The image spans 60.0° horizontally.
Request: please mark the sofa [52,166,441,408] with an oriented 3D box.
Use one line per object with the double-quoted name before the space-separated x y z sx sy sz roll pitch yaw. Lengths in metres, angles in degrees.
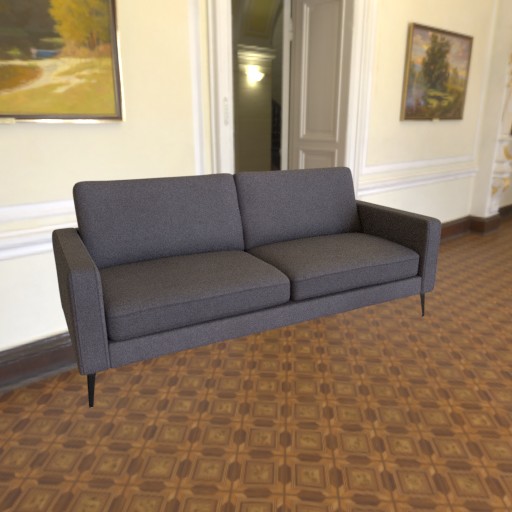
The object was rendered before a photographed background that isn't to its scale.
"sofa" 0.000 0.000 2.371 1.925 0.828 0.774 -9 19 -26
